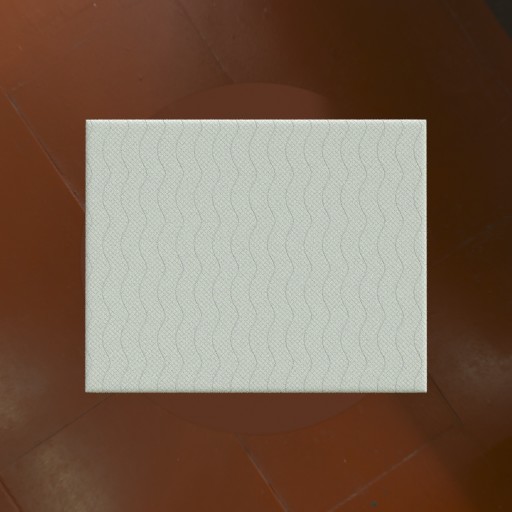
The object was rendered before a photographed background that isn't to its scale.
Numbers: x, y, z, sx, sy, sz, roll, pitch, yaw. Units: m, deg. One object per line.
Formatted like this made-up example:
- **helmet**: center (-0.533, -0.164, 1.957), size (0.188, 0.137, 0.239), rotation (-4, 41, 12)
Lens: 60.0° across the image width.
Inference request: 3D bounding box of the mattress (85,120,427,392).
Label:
- **mattress**: center (0.000, 0.000, 2.695), size (2.000, 0.230, 1.600), rotation (0, 90, 0)
